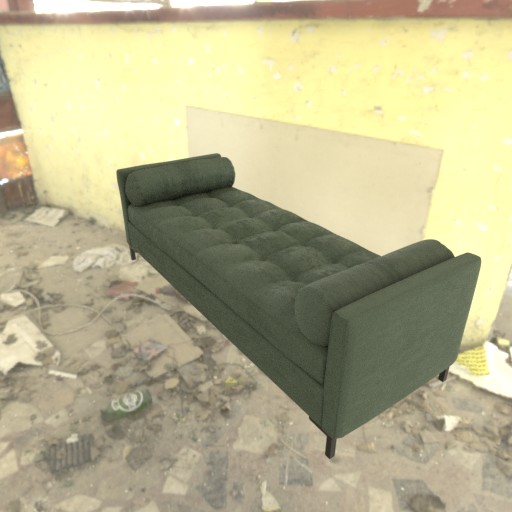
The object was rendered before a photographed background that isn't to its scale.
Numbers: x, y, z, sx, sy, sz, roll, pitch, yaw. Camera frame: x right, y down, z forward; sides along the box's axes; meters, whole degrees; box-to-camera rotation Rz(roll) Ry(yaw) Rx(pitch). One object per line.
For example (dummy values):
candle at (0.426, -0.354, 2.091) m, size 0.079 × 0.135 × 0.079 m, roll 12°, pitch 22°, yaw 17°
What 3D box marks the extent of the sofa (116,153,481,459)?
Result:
sofa at (0.000, 0.000, 2.488) m, size 0.817 × 0.681 × 2.130 m, roll -18°, pitch 32°, yaw -31°
